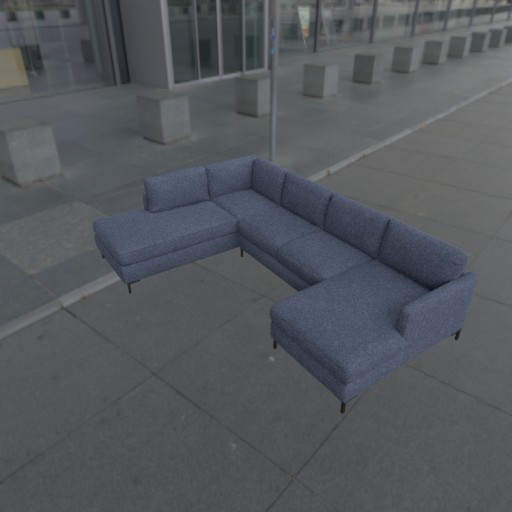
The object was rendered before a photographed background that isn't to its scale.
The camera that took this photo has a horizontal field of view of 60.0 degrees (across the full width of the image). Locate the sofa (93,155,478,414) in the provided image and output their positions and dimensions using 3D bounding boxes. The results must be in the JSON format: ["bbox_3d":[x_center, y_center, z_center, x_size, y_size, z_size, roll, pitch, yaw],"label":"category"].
[{"bbox_3d":[0.000,0.000,3.882,2.007,0.813,2.956,-20,36,-29],"label":"sofa"}]
